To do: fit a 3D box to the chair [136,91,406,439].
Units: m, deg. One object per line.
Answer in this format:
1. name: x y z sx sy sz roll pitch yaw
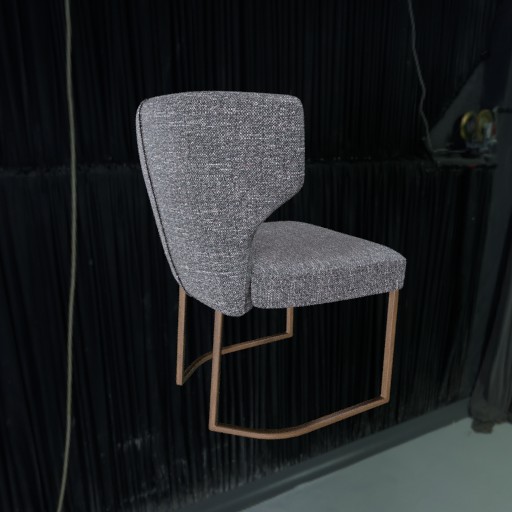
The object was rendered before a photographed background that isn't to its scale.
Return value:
1. chair: 0.000 0.000 1.247 0.617 0.824 0.611 -8 17 -28
